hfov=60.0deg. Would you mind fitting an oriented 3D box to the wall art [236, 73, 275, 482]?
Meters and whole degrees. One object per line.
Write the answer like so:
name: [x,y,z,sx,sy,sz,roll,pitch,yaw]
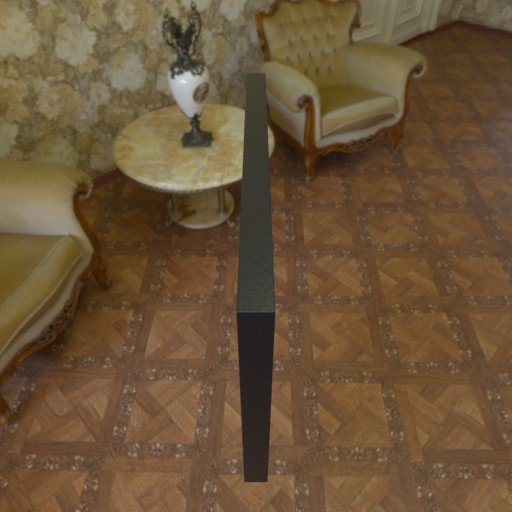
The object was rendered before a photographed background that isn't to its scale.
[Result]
wall art: [0.000,0.000,1.212,0.058,0.640,0.939,0,43,0]
